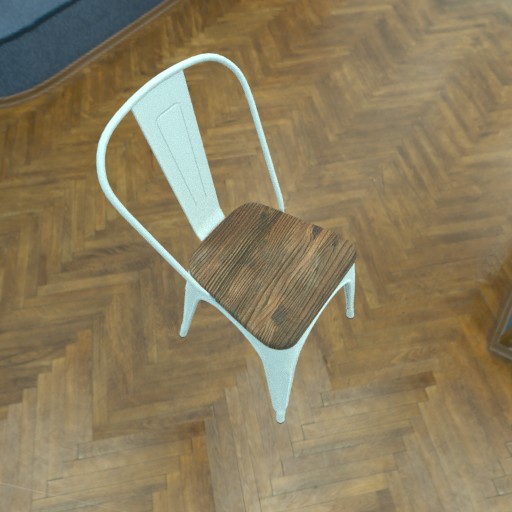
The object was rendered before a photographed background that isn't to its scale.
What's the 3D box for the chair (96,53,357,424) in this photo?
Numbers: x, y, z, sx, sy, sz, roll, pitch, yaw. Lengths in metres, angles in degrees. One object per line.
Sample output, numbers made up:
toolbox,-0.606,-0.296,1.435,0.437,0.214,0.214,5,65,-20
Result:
chair,0.000,0.000,1.166,0.521,0.851,0.452,31,62,19
